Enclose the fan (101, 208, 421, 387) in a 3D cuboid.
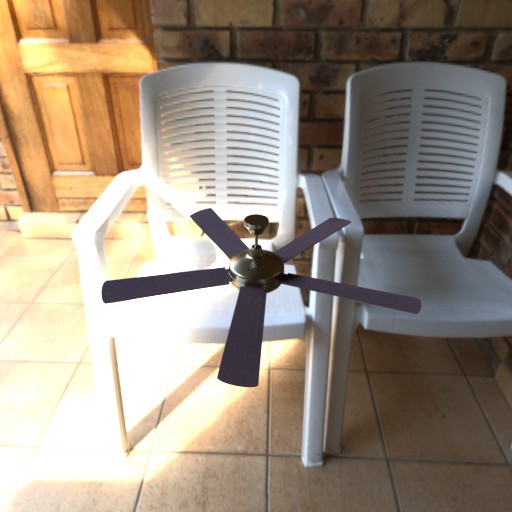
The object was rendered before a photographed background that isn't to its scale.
[{"bbox_3d":[0.000,0.000,1.948,1.321,0.356,1.321,-2,32,-3],"label":"fan"}]
